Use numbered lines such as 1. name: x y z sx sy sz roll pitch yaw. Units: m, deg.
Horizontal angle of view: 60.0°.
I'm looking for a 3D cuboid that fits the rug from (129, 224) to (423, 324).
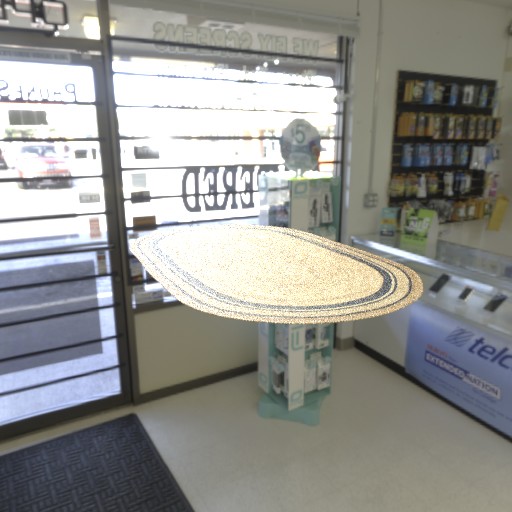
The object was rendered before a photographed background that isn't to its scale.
1. rug: 0.000 0.000 3.066 1.520 0.006 2.432 -7 16 -25
